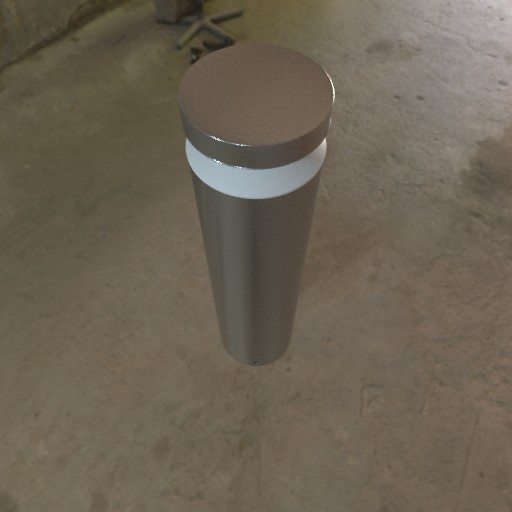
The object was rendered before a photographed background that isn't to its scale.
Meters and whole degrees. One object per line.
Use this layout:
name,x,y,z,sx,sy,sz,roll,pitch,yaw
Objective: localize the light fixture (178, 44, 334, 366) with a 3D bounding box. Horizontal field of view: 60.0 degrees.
light fixture,0.000,0.000,0.452,0.102,0.400,0.102,0,58,0
